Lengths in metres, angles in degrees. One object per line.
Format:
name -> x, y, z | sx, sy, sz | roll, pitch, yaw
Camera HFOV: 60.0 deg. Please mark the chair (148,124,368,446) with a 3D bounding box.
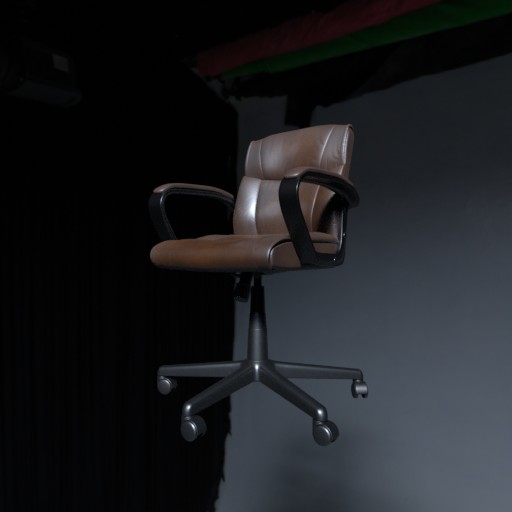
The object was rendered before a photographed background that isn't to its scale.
chair -> 0.000, 0.000, 1.505 | 0.739, 1.004, 0.717 | 0, 0, 35
